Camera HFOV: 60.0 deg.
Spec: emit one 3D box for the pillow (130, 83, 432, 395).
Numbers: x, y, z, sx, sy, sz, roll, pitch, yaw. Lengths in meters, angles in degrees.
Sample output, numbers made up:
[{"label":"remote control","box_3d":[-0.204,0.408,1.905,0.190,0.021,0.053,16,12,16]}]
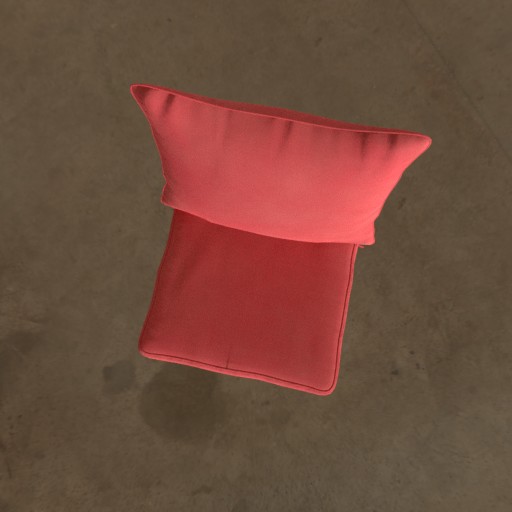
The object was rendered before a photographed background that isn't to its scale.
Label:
[{"label":"pillow","box_3d":[0.000,0.000,1.364,0.798,0.725,0.733,11,75,3]}]
